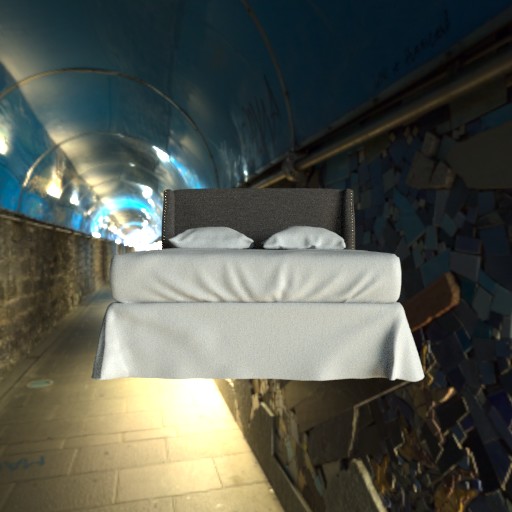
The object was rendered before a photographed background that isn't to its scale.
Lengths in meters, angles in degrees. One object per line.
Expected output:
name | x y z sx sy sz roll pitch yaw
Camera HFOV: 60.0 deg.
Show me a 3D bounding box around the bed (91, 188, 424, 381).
bed | 0.000 0.000 3.469 1.925 1.332 2.276 0 1 1
